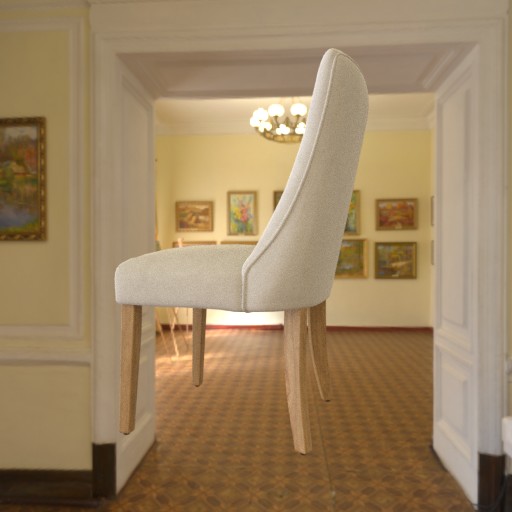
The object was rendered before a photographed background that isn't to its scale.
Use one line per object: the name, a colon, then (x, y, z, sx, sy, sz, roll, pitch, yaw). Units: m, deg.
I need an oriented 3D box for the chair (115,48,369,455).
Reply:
chair: (0.000, 0.000, 1.240, 0.610, 0.902, 0.495, 0, 0, 17)
